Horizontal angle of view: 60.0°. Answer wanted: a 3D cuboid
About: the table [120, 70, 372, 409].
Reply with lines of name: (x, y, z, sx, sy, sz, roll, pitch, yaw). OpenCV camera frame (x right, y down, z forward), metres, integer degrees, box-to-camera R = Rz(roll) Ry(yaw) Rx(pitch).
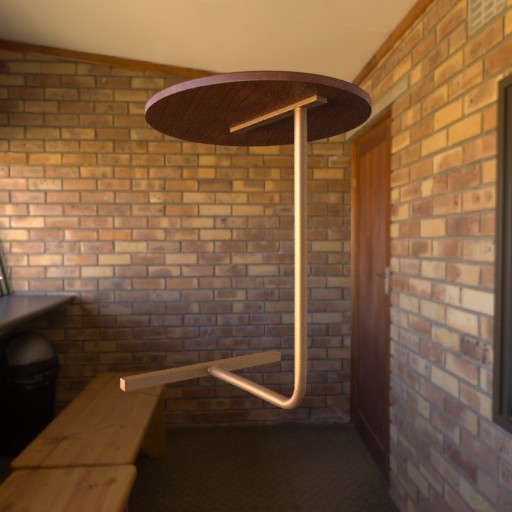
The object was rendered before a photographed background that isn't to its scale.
table: (0.000, 0.000, 1.115, 0.530, 0.706, 0.577, -1, 2, -36)
